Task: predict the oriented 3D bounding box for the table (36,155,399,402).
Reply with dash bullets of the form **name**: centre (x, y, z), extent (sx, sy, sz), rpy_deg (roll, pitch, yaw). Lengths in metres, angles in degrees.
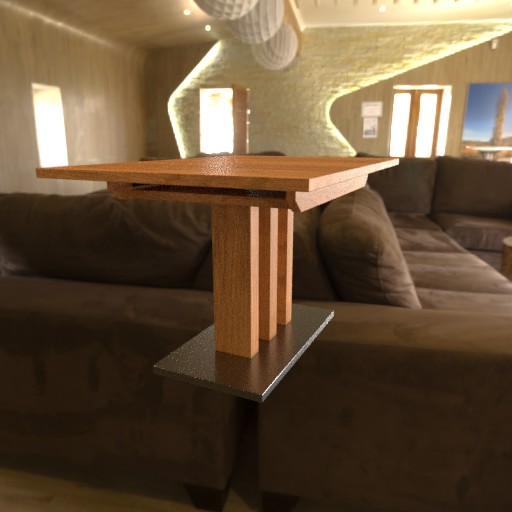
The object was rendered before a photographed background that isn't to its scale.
- **table**: centre (0.000, 0.000, 1.856), extent (0.900, 0.770, 1.300), rpy_deg (7, 16, 25)
